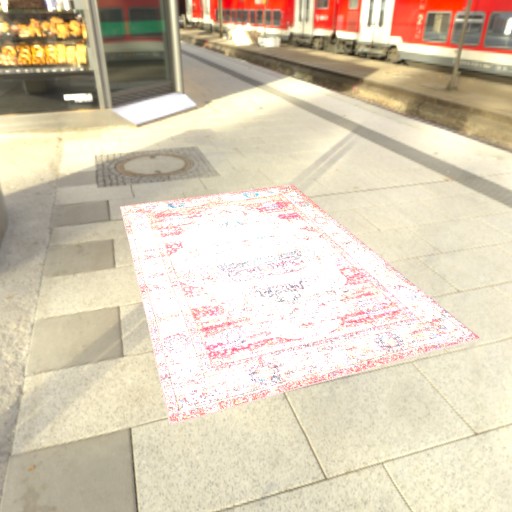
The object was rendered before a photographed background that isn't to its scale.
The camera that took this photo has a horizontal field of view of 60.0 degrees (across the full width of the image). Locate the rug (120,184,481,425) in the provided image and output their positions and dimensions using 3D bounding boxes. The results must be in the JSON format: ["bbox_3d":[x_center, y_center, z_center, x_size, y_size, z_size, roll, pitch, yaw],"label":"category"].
[{"bbox_3d":[0.000,0.000,2.304,1.219,0.006,1.829,-10,31,-17],"label":"rug"}]
